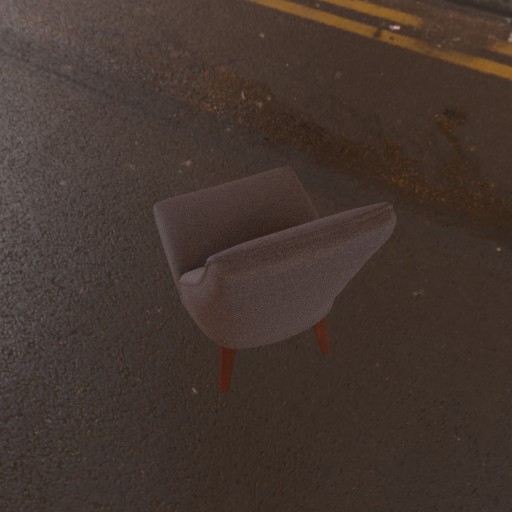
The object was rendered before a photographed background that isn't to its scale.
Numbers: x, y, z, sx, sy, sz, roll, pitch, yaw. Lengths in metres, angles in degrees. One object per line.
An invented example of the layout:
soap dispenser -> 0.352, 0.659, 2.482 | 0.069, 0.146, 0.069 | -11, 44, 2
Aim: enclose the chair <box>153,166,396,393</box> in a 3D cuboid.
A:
chair -> 0.000, 0.000, 1.319 | 0.500, 0.930, 0.620 | -18, 59, -11
